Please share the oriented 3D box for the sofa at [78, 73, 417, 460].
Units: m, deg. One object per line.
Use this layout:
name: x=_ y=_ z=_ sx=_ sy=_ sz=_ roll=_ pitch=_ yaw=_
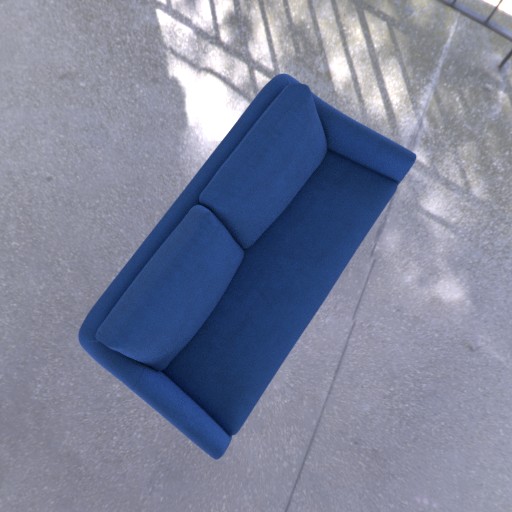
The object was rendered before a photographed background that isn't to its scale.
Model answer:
sofa: x=0.000 y=0.000 z=2.619 sx=0.960 sy=0.903 sz=2.036 roll=34 pitch=79 yaw=8
